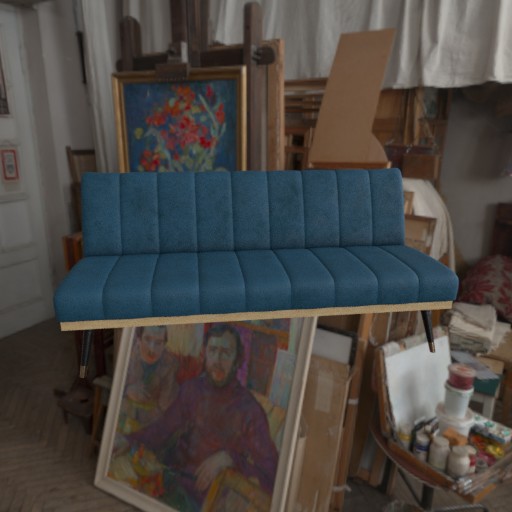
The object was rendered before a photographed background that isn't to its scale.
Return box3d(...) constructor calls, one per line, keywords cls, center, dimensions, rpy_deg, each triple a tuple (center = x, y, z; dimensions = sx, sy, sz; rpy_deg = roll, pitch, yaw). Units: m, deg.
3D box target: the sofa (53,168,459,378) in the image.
box3d(cls="sofa", center=(0.000, 0.000, 2.302), dimensions=(1.810, 0.825, 0.830), rpy_deg=(-2, 16, -8))
